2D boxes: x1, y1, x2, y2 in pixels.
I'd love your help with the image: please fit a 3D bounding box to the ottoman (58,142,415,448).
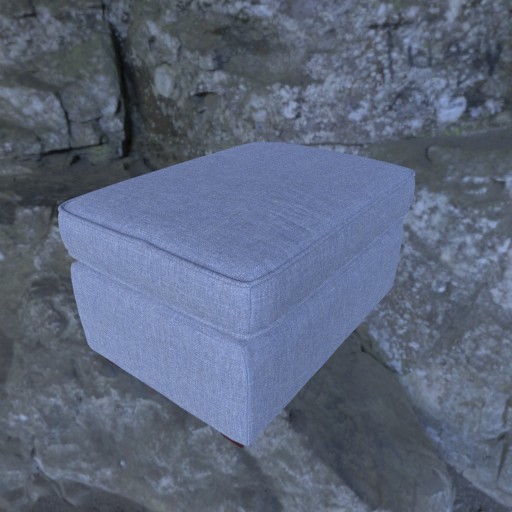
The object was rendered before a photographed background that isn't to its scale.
[{"bbox_3d":[0.000,0.000,1.146,0.559,0.457,0.762,19,34,32],"label":"ottoman"}]
